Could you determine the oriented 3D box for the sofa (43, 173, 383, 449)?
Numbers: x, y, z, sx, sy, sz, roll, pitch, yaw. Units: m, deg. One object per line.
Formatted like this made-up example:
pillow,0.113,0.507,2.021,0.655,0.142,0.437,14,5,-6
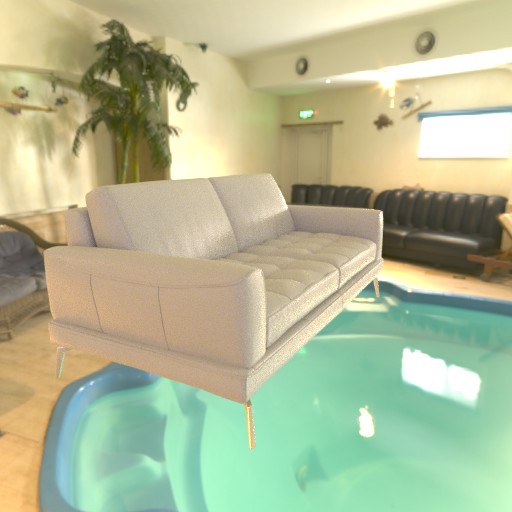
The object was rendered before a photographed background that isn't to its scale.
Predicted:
sofa,0.000,0.000,2.691,1.121,0.930,2.177,7,15,28
